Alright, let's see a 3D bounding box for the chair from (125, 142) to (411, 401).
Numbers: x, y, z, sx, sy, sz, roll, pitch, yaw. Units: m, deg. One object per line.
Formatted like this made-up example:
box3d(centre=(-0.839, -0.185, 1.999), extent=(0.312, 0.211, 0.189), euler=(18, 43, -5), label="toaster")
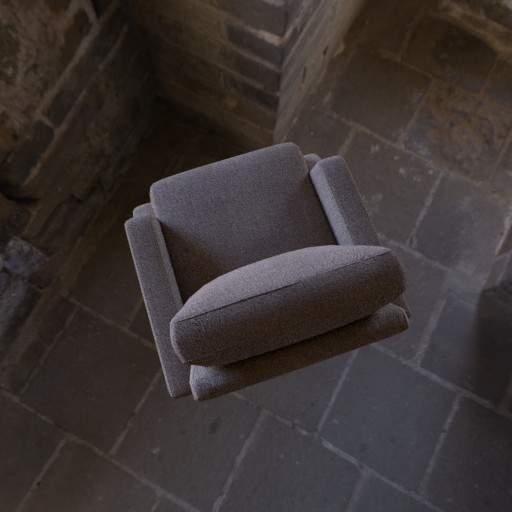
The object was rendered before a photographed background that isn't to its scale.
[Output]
box3d(centre=(0.000, 0.000, 1.696), extent=(0.855, 0.993, 0.897), euler=(-18, 74, -5), label="chair")
